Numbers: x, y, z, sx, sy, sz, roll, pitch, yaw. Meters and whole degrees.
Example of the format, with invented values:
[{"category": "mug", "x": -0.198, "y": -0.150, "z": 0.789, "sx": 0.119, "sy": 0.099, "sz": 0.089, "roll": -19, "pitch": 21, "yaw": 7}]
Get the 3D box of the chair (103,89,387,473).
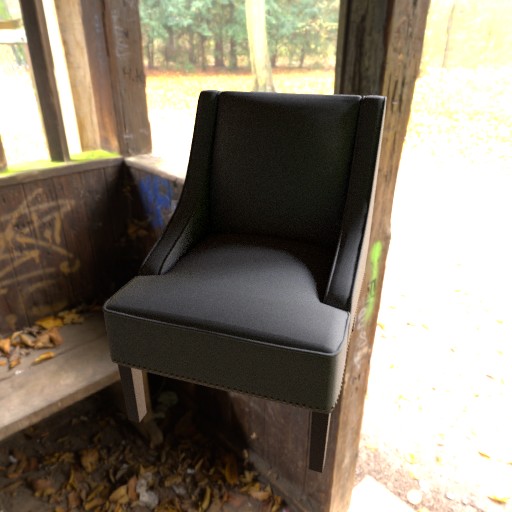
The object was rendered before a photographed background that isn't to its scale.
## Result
[{"category": "chair", "x": 0.000, "y": 0.000, "z": 1.346, "sx": 0.631, "sy": 0.867, "sz": 0.747, "roll": 8, "pitch": 28, "yaw": 16}]
